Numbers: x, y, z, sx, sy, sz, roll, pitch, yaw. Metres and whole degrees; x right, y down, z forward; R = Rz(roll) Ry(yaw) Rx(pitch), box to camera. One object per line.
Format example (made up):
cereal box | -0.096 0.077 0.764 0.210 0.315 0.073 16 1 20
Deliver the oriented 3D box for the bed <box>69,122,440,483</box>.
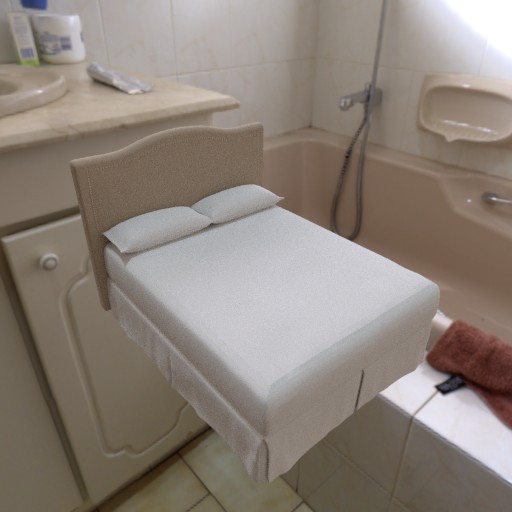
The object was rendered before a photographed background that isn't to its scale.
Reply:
bed | 0.000 0.000 3.118 1.678 1.398 2.052 -23 37 -33
